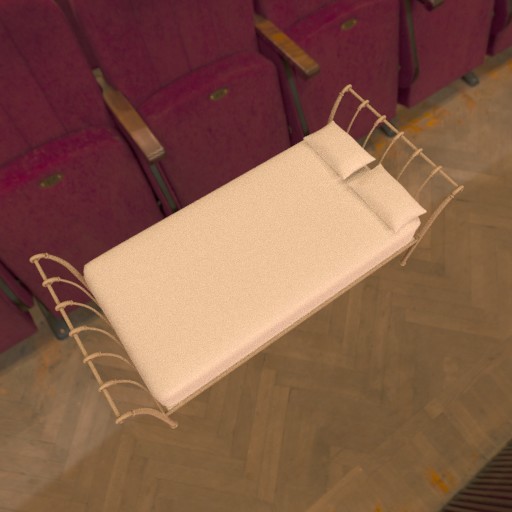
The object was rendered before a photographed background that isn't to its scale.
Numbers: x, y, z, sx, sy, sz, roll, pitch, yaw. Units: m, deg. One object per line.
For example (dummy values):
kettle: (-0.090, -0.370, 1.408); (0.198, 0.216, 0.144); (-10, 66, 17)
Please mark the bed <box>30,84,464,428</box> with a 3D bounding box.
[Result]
bed: (0.000, 0.000, 2.817); (2.228, 0.873, 1.032); (-32, 68, -15)
